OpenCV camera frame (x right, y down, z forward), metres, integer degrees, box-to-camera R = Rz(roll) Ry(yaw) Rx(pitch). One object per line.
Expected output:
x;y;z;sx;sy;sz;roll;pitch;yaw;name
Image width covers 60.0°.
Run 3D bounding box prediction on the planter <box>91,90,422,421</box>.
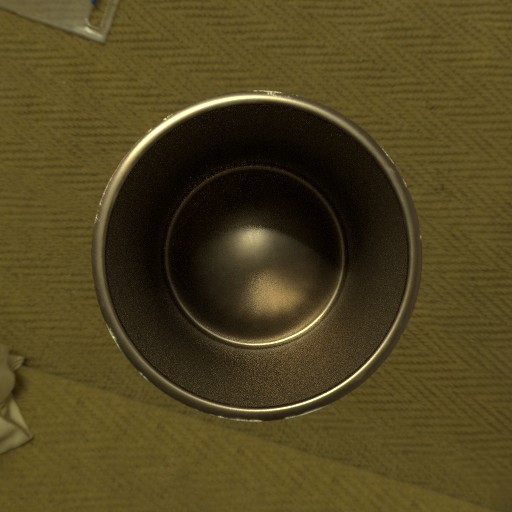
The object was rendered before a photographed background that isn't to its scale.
0.000;0.000;0.440;0.254;0.221;0.254;0;90;-1;planter
